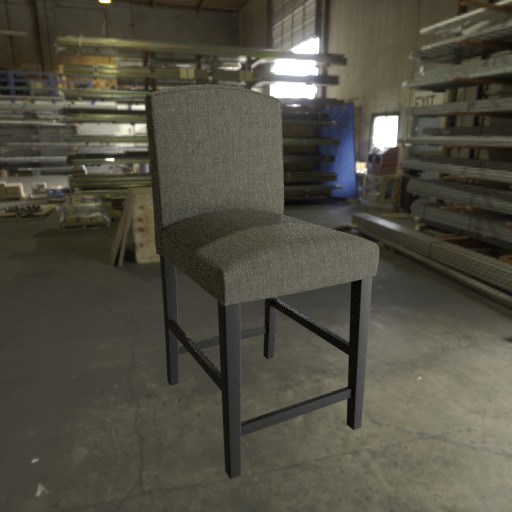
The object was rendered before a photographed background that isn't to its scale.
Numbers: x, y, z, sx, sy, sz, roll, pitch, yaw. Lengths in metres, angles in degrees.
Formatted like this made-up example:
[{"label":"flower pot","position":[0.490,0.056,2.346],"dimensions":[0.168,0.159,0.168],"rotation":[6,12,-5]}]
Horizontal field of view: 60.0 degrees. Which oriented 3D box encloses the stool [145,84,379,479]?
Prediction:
[{"label":"stool","position":[0.000,0.000,1.271],"dimensions":[0.451,0.966,0.552],"rotation":[-8,17,-28]}]
